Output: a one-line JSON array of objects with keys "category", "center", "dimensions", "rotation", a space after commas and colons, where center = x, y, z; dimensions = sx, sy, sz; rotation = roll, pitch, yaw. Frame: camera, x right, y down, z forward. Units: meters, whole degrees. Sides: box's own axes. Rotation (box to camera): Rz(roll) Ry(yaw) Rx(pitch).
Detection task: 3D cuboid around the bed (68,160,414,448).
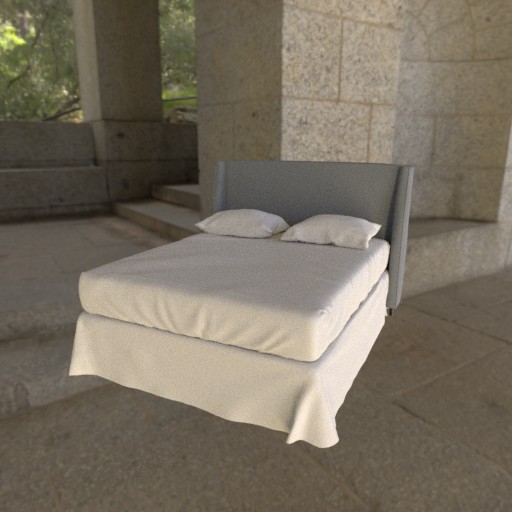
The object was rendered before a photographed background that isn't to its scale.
[{"category": "bed", "center": [0.000, 0.000, 3.390], "dimensions": [1.925, 1.332, 2.276], "rotation": [7, 16, 25]}]
